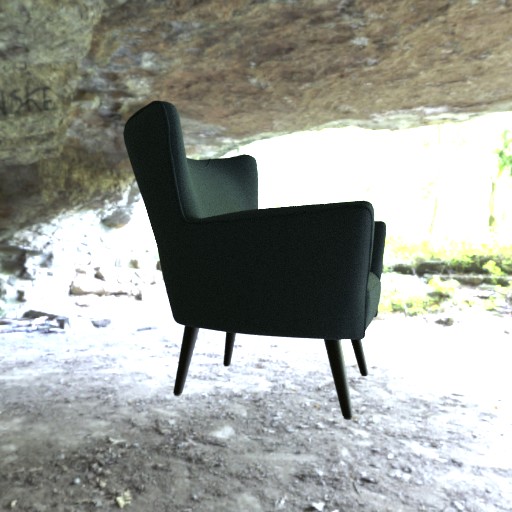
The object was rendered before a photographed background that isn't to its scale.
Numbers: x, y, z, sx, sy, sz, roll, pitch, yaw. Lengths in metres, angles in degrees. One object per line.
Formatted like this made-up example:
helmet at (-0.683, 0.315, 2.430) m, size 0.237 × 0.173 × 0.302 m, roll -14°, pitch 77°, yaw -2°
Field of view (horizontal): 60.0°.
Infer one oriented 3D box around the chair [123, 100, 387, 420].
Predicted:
chair at (0.000, 0.000, 1.620) m, size 0.888 × 0.933 × 0.781 m, roll 0°, pitch 0°, yaw 19°
